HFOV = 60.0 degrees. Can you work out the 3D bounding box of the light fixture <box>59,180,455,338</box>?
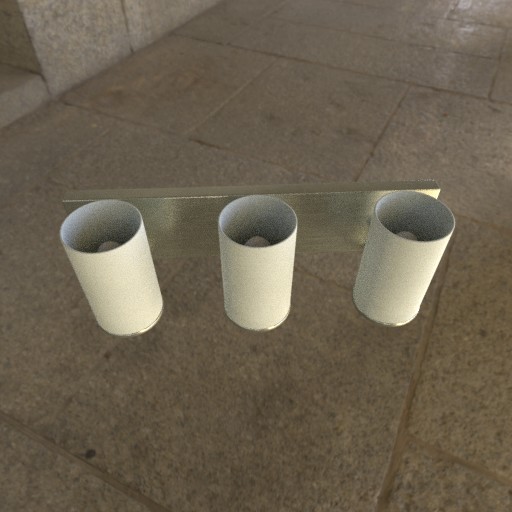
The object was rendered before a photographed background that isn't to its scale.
[{"bbox_3d":[0.000,0.000,0.526,0.451,0.172,0.145,-2,47,-2],"label":"light fixture"}]
